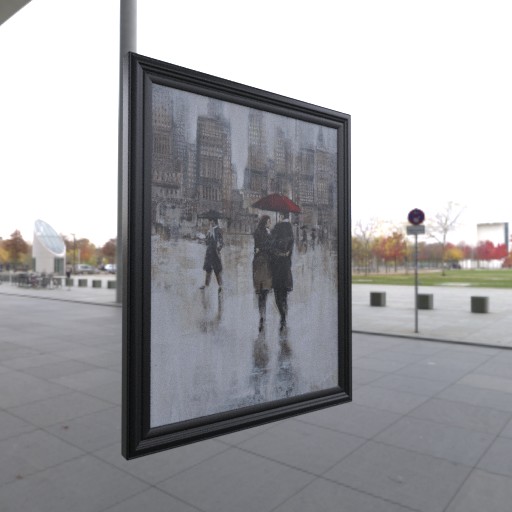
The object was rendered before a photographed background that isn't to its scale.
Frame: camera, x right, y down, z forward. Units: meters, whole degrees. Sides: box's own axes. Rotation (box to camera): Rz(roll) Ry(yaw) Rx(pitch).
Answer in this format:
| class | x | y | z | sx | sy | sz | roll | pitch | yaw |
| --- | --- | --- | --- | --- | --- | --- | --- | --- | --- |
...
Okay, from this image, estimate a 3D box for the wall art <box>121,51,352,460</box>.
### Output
| class | x | y | z | sx | sy | sz | roll | pitch | yaw |
| --- | --- | --- | --- | --- | --- | --- | --- | --- | --- |
| wall art | 0.000 | 0.000 | 1.584 | 0.950 | 1.194 | 0.053 | 1 | -1 | -36 |
